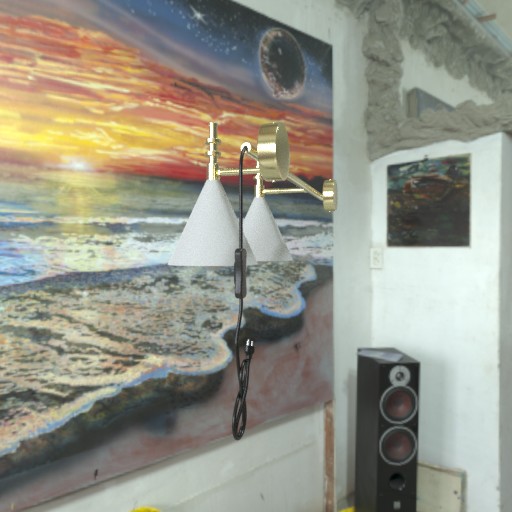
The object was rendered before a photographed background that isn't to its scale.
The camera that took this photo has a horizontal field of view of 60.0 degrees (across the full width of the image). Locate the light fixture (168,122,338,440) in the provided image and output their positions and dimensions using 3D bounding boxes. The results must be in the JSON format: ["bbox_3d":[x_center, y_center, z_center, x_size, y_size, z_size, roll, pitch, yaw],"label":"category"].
[{"bbox_3d":[0.000,0.000,0.884,0.239,0.468,0.642,0,1,18],"label":"light fixture"}]
